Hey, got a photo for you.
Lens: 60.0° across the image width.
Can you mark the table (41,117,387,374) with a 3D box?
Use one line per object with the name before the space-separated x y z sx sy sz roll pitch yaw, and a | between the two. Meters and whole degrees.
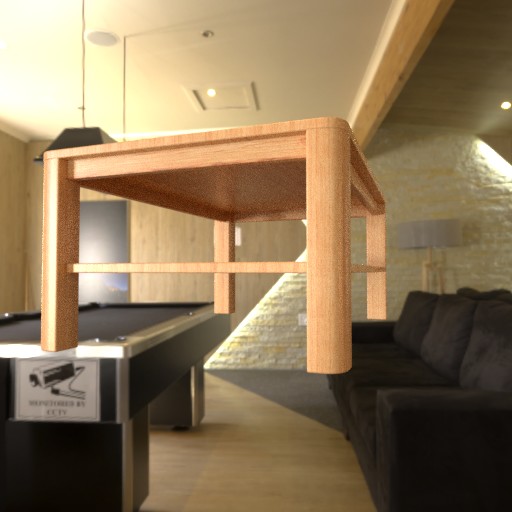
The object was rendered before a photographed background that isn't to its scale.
table | 0.000 0.000 1.340 0.696 0.445 0.997 -1 -2 20
